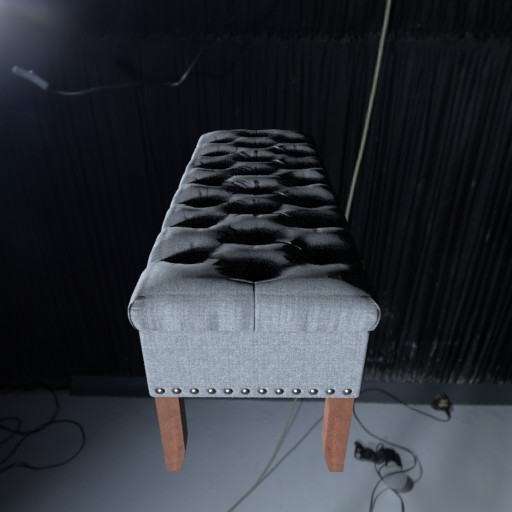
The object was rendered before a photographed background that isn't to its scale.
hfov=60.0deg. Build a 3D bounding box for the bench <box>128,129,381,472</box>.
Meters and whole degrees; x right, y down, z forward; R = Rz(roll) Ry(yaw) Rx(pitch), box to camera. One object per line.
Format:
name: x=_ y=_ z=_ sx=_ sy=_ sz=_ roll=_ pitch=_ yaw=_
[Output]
bench: x=0.000 y=0.000 z=1.260 sx=0.417 sy=0.470 sz=1.052 roll=0 pitch=30 yaw=0
